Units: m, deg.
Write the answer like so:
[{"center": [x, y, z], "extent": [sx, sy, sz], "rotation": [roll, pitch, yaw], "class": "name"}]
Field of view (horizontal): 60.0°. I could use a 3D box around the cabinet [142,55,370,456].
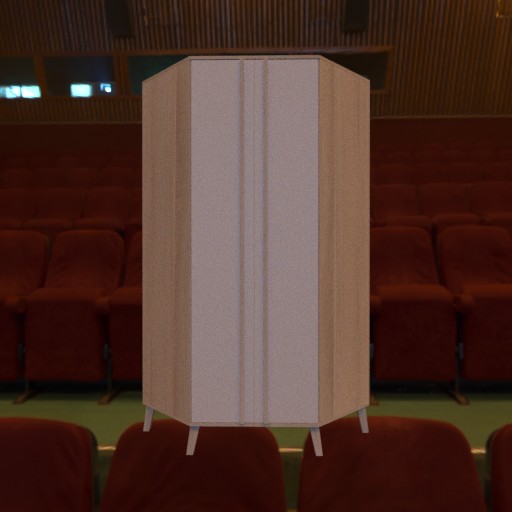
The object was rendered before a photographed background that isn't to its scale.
[{"center": [0.000, 0.000, 2.635], "extent": [1.272, 1.957, 0.969], "rotation": [0, 0, 1], "class": "cabinet"}]
